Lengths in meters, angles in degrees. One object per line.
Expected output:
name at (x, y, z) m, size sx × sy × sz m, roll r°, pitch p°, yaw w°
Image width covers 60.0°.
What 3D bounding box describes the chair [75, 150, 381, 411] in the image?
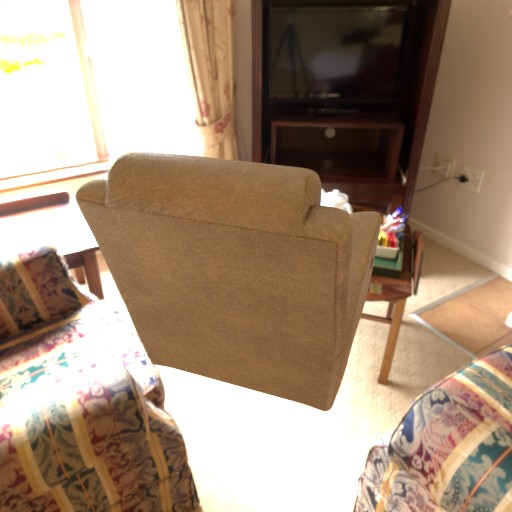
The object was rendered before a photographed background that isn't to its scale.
chair at (0.000, 0.000, 1.928) m, size 0.965 × 1.116 × 1.068 m, roll 10°, pitch 33°, yaw 17°
